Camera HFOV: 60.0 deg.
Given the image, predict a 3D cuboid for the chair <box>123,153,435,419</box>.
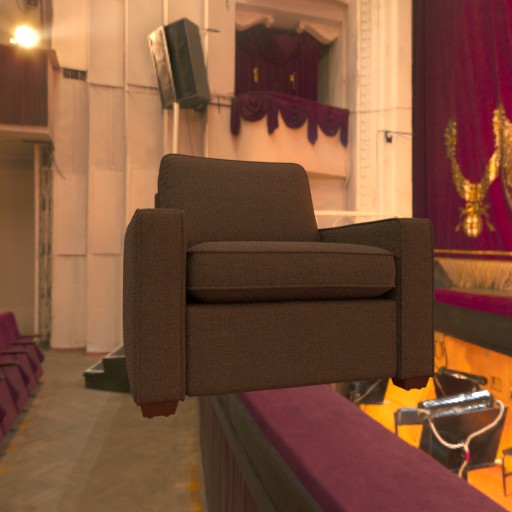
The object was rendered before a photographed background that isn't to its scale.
[{"bbox_3d":[0.000,0.000,1.787,1.017,0.919,0.940,0,-1,-18],"label":"chair"}]
